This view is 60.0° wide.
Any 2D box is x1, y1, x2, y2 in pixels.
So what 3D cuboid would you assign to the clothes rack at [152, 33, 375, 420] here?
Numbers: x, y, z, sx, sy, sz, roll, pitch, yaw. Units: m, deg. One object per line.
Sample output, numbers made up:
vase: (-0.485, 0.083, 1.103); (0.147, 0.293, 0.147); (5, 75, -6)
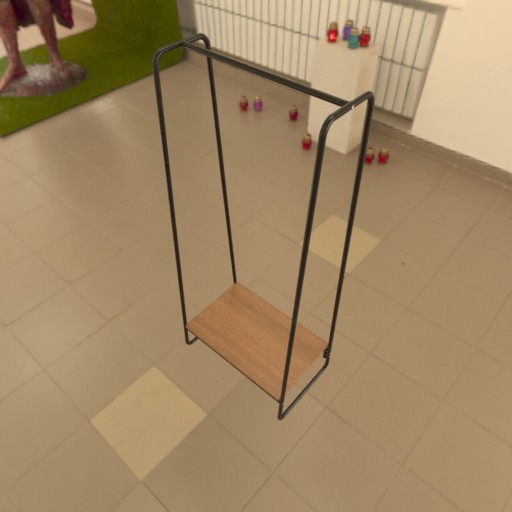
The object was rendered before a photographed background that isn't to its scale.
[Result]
clothes rack: (0.000, 0.000, 1.770); (0.640, 1.500, 0.400); (32, 54, 27)
